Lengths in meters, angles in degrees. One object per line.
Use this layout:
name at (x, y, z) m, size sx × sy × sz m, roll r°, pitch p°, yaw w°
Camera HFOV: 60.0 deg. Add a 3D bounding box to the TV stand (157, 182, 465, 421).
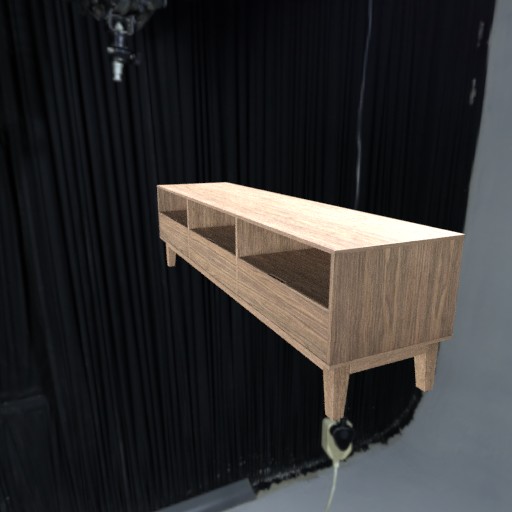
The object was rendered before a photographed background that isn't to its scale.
TV stand at (0.000, 0.000, 1.651) m, size 0.366 × 0.409 × 1.482 m, roll -7°, pitch 16°, yaw -25°
